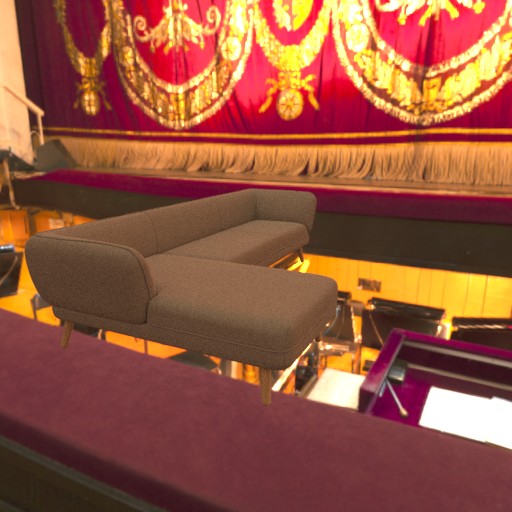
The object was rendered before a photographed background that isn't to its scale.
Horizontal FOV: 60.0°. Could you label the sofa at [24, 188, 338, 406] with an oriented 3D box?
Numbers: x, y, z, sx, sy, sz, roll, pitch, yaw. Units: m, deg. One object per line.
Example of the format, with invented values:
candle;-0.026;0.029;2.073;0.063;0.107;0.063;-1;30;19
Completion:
sofa;0.000;0.000;3.272;1.532;0.693;2.653;7;16;25
